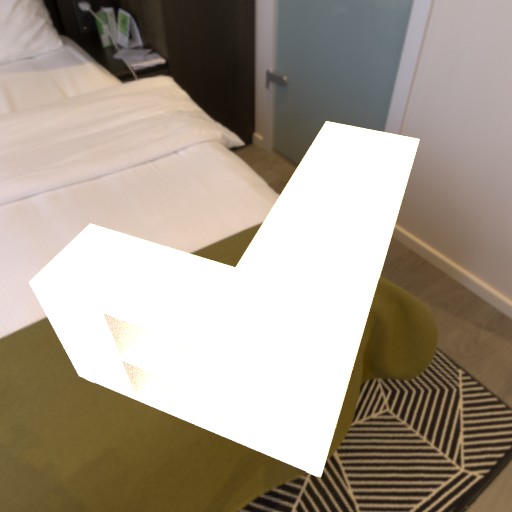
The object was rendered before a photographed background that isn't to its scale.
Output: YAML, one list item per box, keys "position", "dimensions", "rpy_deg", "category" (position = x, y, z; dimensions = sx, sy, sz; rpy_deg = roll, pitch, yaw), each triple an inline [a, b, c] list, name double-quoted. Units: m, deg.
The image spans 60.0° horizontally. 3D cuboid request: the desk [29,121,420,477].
- position: [0.000, 0.000, 2.219]
  dimensions: [1.199, 0.759, 1.524]
  rpy_deg: [16, 47, 16]
  category: "desk"
